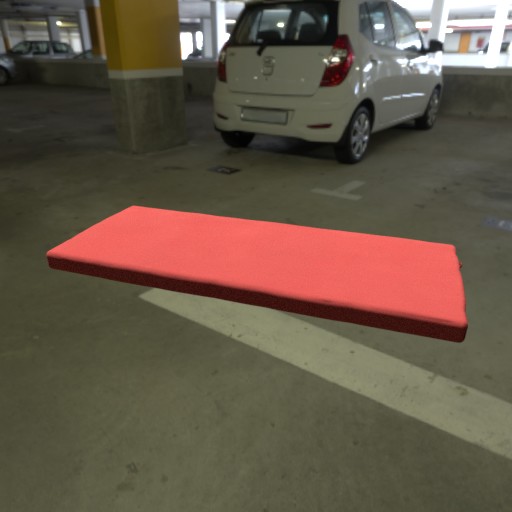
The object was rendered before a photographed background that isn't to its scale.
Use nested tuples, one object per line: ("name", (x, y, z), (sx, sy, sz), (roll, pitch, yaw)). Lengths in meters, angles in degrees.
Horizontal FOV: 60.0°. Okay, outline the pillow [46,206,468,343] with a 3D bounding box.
("pillow", (0.000, 0.000, 1.344), (1.187, 0.081, 0.492), (8, 26, 17))
